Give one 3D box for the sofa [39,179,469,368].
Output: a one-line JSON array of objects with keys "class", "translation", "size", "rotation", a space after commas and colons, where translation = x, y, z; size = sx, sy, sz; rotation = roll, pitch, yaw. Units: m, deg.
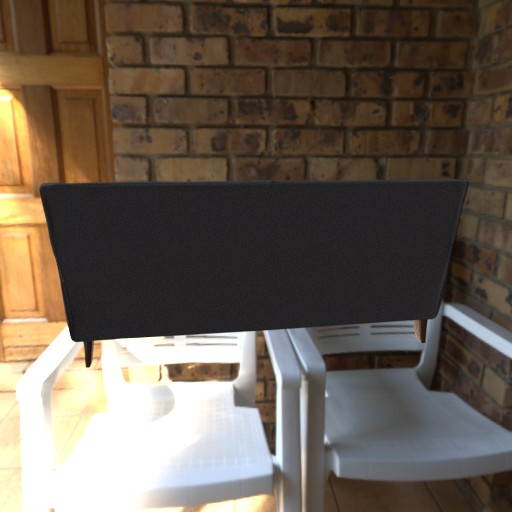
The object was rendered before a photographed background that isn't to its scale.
[{"class": "sofa", "translation": [0.000, 0.000, 2.523], "size": [2.002, 0.907, 0.843], "rotation": [-2, 14, -9]}]
